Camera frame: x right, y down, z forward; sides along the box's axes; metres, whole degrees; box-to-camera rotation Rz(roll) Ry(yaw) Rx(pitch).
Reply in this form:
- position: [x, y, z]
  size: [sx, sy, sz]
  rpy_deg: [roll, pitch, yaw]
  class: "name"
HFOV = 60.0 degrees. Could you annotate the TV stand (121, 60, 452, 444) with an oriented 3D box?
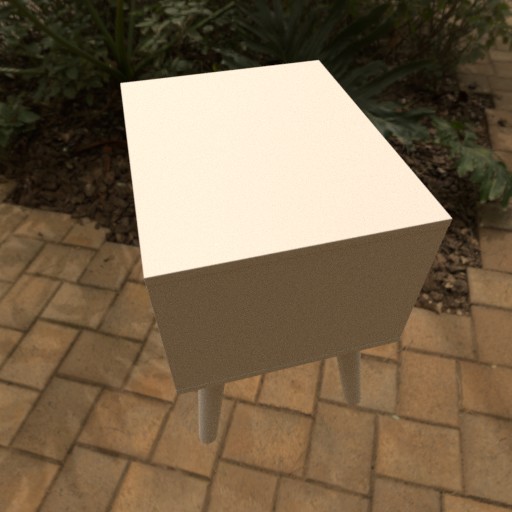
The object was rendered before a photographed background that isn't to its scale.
- position: [0.000, 0.000, 0.924]
  size: [0.405, 0.559, 0.508]
  rpy_deg: [-11, 48, -10]
  class: "TV stand"
